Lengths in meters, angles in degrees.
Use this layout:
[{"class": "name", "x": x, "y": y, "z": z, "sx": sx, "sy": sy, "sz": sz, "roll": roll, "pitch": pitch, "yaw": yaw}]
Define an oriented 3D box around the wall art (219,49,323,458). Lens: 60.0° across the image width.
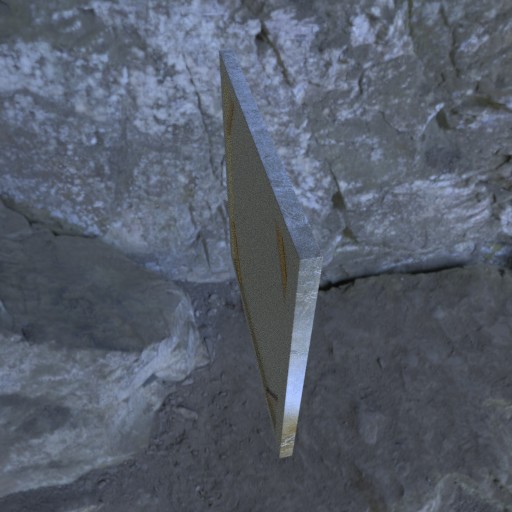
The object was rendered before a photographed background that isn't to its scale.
[{"class": "wall art", "x": 0.000, "y": 0.000, "z": 1.664, "sx": 0.051, "sy": 1.091, "sz": 1.092, "roll": -9, "pitch": 47, "yaw": -8}]
